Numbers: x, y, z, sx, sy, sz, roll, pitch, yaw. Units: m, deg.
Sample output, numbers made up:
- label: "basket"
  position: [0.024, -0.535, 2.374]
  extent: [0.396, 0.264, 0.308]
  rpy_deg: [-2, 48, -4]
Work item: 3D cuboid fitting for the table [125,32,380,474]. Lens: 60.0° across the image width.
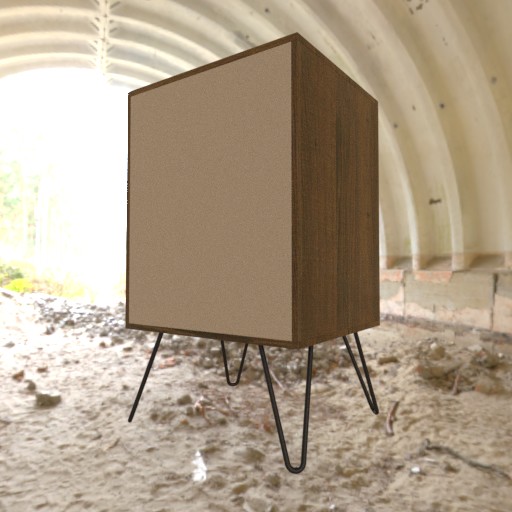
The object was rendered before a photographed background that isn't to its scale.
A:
- label: "table"
  position: [0.000, 0.000, 1.195]
  extent: [0.526, 0.866, 0.457]
  rpy_deg: [-1, -2, 35]
